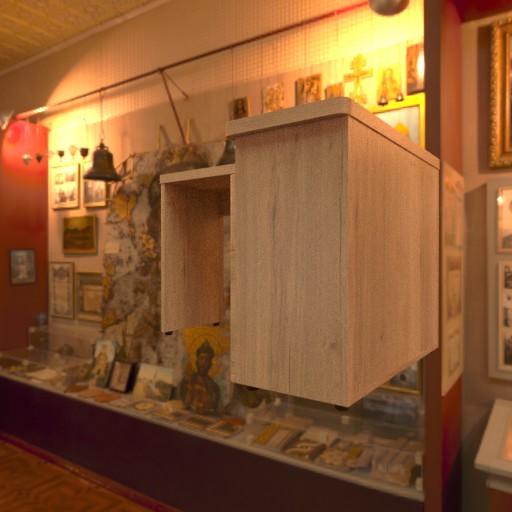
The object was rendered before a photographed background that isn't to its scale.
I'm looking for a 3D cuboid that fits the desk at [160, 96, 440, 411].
[{"bbox_3d":[0.000,0.000,1.746,1.169,0.760,0.900,0,0,36],"label":"desk"}]
